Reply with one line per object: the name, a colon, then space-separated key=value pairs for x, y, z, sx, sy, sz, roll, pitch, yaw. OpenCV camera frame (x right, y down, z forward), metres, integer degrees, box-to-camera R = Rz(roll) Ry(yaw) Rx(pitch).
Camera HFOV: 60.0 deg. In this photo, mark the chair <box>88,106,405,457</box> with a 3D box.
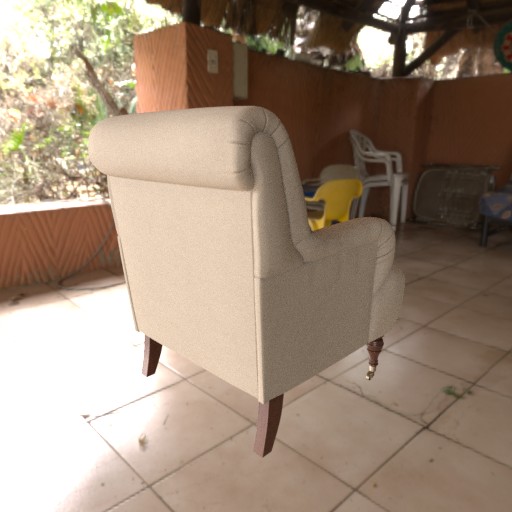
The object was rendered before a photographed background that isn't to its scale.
chair: x=0.000 y=0.000 z=1.547 sx=0.842 sy=0.942 sz=0.766 roll=-14 pitch=20 yaw=-43
